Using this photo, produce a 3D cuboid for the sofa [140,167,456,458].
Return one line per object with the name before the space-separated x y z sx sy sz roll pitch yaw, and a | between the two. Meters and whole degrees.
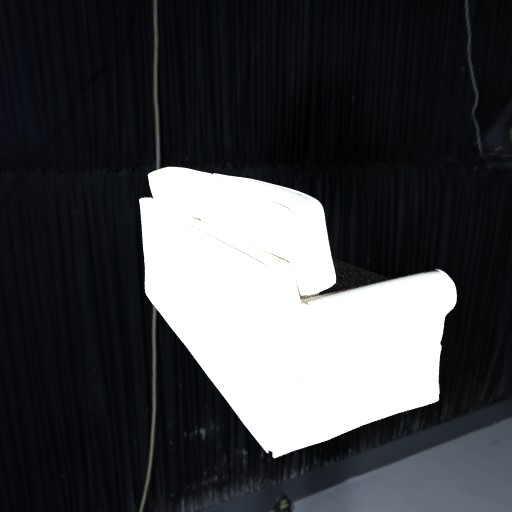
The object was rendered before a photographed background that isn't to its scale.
sofa | 0.000 0.000 2.480 0.862 0.937 2.021 -7 16 -25
